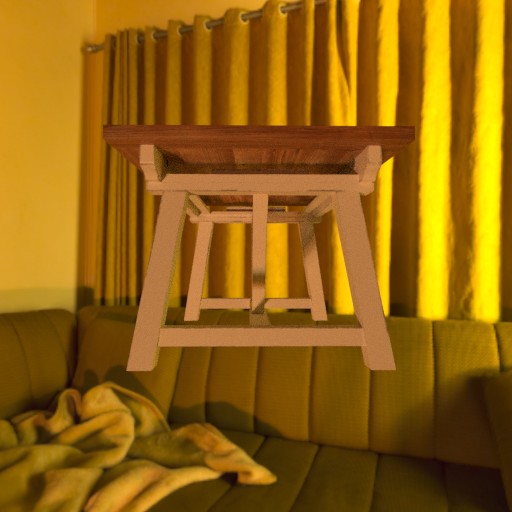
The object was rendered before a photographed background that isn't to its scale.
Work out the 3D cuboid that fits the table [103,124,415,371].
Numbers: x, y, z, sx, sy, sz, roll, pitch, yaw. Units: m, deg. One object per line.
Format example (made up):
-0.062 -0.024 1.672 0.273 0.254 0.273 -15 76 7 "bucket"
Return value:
0.000 0.000 2.052 0.922 0.743 1.503 0 -1 -1 "table"
